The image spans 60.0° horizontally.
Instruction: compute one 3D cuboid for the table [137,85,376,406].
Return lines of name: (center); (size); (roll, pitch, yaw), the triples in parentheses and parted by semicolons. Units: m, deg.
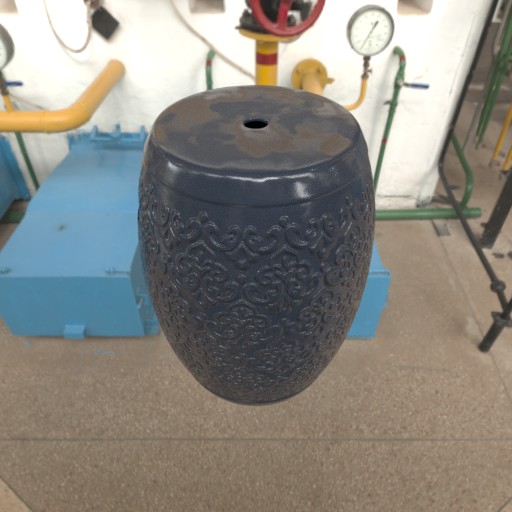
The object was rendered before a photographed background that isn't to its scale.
table: (0.000, 0.000, 0.621); (0.309, 0.397, 0.309); (0, 41, 0)
